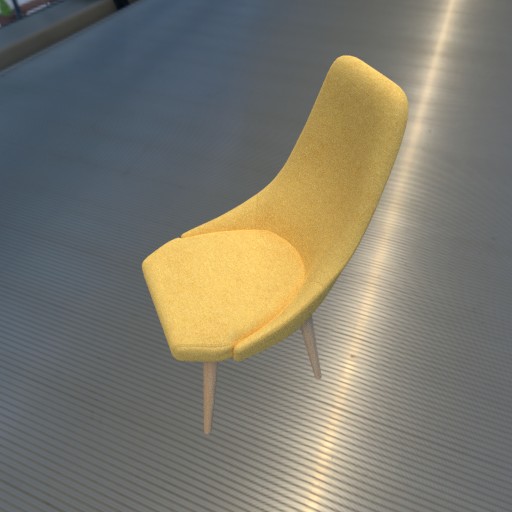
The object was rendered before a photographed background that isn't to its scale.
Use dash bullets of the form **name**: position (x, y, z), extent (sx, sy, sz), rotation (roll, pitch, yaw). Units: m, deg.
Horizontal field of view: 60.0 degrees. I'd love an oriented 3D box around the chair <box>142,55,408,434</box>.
- **chair**: position (0.000, 0.000, 1.364), extent (0.660, 1.040, 0.510), rotation (-18, 48, -16)
